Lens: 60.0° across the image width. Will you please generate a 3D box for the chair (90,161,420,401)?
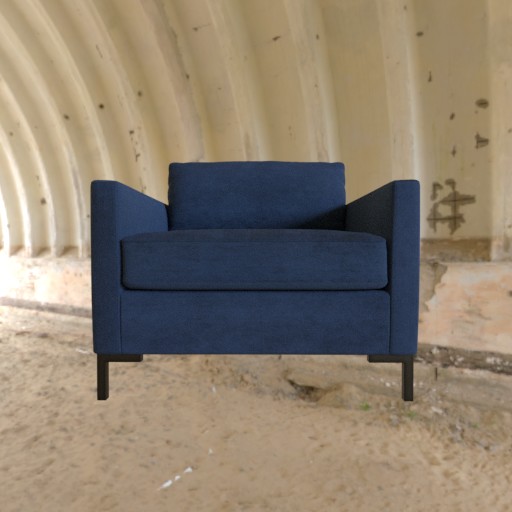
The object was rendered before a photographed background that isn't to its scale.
[{"bbox_3d":[0.000,0.000,1.653,0.964,0.812,0.875,0,1,1],"label":"chair"}]
